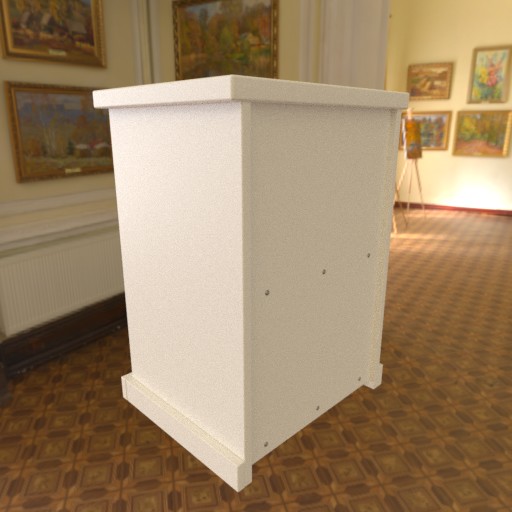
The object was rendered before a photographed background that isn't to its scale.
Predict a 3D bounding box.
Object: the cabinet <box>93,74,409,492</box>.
[{"bbox_3d":[0.000,0.000,1.038,0.520,0.723,0.431,-16,23,-43],"label":"cabinet"}]
